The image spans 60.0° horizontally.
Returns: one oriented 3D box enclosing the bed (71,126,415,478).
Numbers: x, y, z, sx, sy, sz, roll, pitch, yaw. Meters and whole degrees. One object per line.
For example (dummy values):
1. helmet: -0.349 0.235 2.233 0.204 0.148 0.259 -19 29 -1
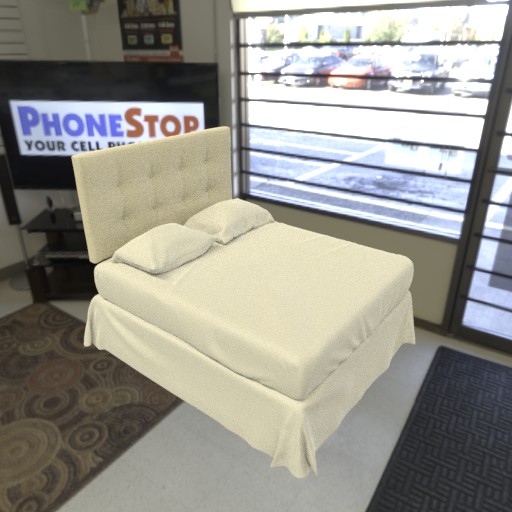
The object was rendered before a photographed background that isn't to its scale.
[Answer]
1. bed: 0.000 0.000 3.456 2.222 1.577 1.936 19 31 34
